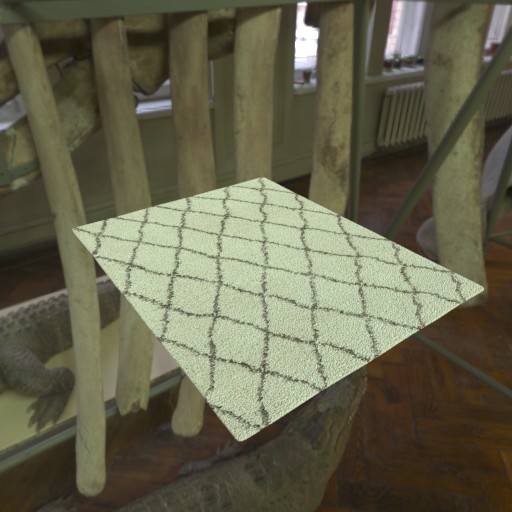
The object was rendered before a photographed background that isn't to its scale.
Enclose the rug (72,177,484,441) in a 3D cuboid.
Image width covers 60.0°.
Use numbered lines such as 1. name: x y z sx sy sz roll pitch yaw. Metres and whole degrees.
1. rug: 0.000 0.000 4.071 2.438 0.029 3.047 -21 37 -30
